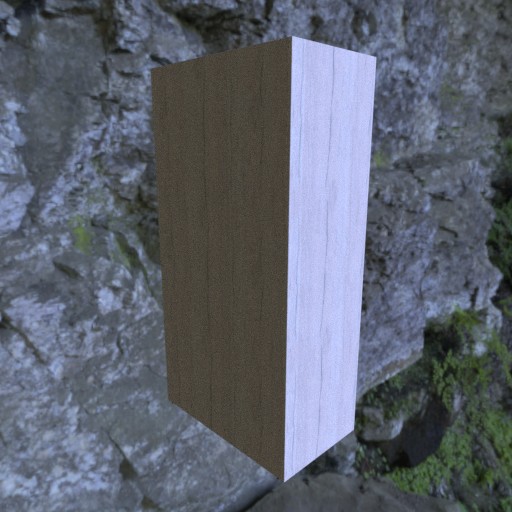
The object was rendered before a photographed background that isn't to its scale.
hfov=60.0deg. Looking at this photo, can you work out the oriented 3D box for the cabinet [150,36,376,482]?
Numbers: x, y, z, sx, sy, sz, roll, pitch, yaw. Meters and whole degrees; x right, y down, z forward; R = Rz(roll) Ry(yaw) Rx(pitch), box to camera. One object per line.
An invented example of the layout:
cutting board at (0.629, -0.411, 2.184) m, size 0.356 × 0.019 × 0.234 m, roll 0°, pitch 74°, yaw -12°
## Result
cabinet at (0.000, 0.000, 2.387) m, size 0.580 × 1.930 × 0.980 m, roll -13°, pitch 19°, yaw -42°
